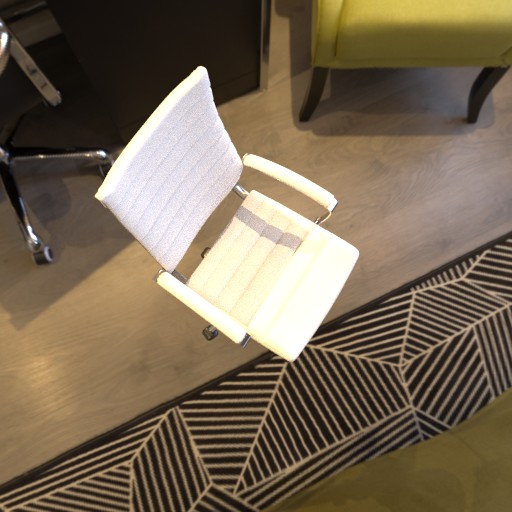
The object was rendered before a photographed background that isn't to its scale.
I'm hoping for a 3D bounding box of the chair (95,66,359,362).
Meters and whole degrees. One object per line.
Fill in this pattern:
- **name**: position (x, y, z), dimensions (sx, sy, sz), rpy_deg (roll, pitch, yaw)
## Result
- **chair**: position (0.000, 0.000, 1.586), dimensions (0.679, 1.149, 0.679), rpy_deg (32, 77, 8)
